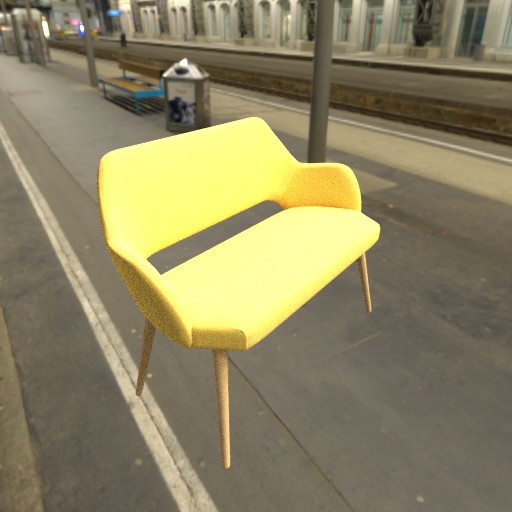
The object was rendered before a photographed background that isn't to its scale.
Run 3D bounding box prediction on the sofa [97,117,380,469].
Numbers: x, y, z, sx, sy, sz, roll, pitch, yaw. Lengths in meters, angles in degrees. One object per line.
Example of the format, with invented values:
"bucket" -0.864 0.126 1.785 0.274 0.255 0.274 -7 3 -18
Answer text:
"sofa" 0.000 0.000 1.647 0.610 0.840 1.150 19 33 32
